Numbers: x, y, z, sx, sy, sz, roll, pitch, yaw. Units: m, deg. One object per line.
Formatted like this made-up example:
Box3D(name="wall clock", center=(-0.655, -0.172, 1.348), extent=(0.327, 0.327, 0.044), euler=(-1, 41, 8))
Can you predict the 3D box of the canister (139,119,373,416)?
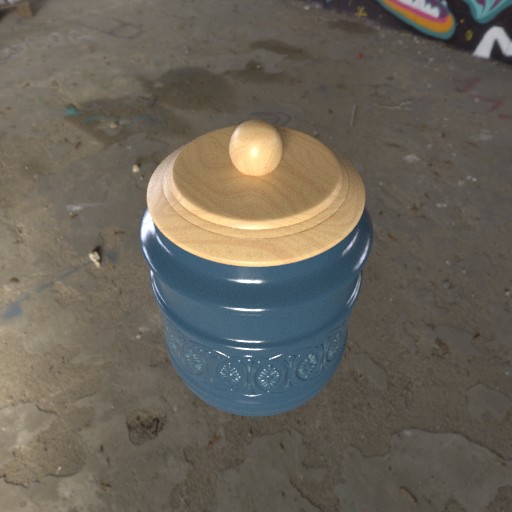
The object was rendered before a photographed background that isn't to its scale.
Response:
Box3D(name="canister", center=(0.000, 0.000, 0.270), extent=(0.130, 0.176, 0.130), euler=(0, 46, 0))
